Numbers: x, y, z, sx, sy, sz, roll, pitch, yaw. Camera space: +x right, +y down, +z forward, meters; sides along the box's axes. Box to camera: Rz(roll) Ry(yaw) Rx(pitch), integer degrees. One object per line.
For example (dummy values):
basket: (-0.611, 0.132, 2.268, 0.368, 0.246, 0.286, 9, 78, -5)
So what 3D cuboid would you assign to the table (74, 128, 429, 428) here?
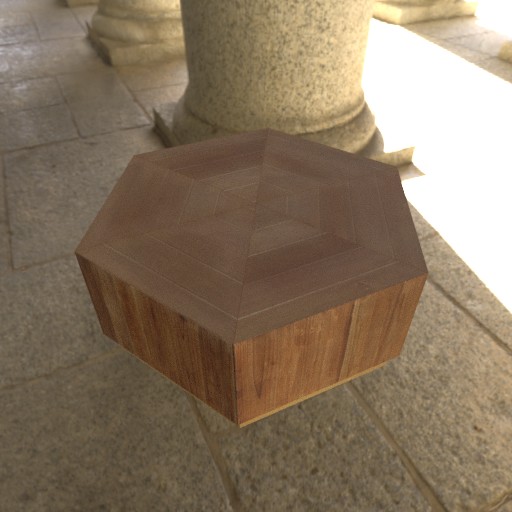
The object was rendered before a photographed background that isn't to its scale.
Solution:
table: (0.000, 0.000, 1.610, 1.154, 0.456, 1.000, 25, 47, 26)
